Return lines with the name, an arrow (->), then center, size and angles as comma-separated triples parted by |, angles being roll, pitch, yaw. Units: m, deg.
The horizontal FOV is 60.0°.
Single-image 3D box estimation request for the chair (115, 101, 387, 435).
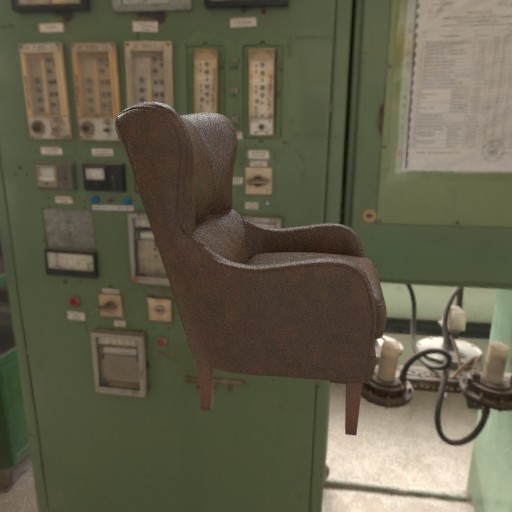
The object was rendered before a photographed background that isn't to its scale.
chair -> 0.000, 0.000, 1.644 | 0.914, 1.048, 0.692 | 3, 15, 10
